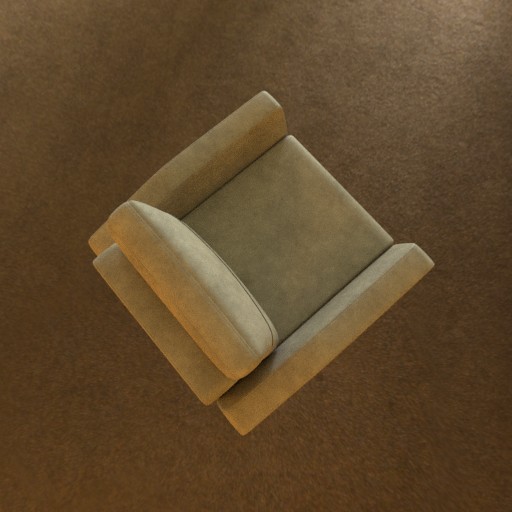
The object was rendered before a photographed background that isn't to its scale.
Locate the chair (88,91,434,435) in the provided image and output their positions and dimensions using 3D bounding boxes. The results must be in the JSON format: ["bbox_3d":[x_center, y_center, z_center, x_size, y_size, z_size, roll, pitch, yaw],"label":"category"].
[{"bbox_3d":[0.000,0.000,1.641,0.900,0.800,0.900,-40,80,-9],"label":"chair"}]
